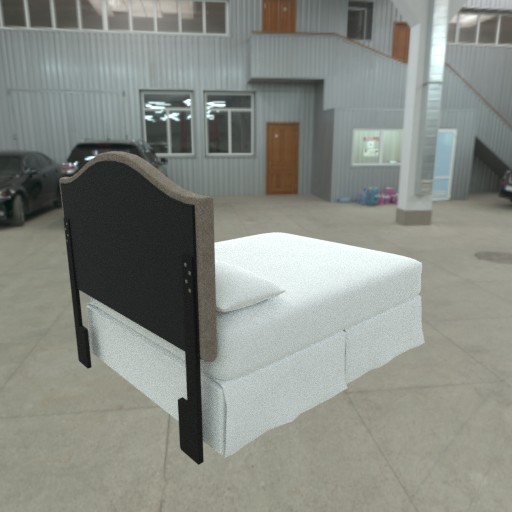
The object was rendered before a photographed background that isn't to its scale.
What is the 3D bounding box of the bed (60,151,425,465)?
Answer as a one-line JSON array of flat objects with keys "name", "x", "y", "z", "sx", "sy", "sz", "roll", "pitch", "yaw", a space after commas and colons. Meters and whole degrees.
[{"name": "bed", "x": 0.000, "y": 0.000, "z": 3.260, "sx": 2.153, "sy": 1.518, "sz": 1.713, "roll": -13, "pitch": 19, "yaw": -41}]
